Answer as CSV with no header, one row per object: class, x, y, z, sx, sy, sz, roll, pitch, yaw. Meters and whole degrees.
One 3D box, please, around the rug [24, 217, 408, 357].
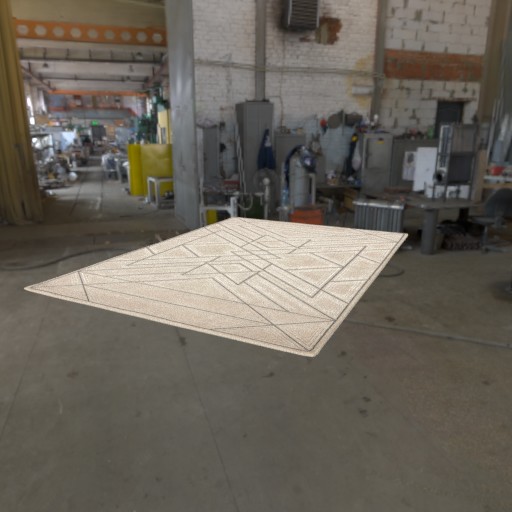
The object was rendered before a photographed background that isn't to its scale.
rug,0.000,0.000,4.430,2.436,0.026,3.381,8,18,26
